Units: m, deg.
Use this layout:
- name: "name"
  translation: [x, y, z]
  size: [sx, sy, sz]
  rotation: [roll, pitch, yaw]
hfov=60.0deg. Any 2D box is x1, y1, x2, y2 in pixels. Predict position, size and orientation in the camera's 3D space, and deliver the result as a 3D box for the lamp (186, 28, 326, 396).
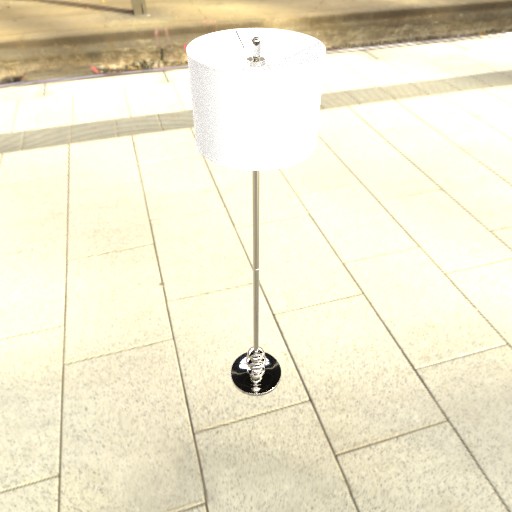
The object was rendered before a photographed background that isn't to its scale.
- name: "lamp"
  translation: [0.000, 0.000, 1.615]
  size: [0.356, 1.487, 0.356]
  rotation: [-13, 43, -14]
